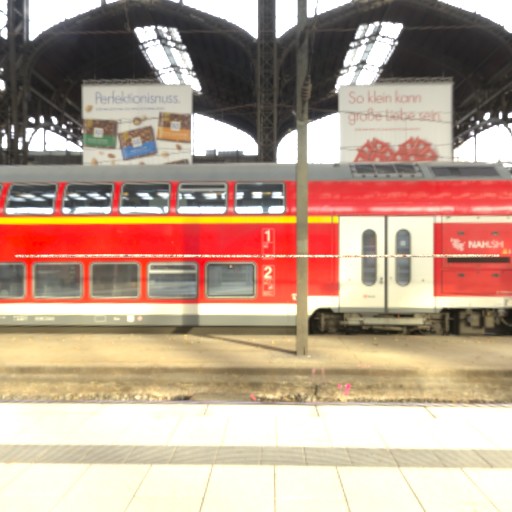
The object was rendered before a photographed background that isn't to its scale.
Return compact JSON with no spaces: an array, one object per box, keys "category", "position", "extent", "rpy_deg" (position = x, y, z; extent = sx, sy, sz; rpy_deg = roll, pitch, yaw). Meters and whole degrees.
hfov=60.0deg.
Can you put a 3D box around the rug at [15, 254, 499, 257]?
[{"category":"rug","position":[0.000,0.000,4.122],"extent":[3.226,0.024,2.436],"rpy_deg":[0,0,0]}]
